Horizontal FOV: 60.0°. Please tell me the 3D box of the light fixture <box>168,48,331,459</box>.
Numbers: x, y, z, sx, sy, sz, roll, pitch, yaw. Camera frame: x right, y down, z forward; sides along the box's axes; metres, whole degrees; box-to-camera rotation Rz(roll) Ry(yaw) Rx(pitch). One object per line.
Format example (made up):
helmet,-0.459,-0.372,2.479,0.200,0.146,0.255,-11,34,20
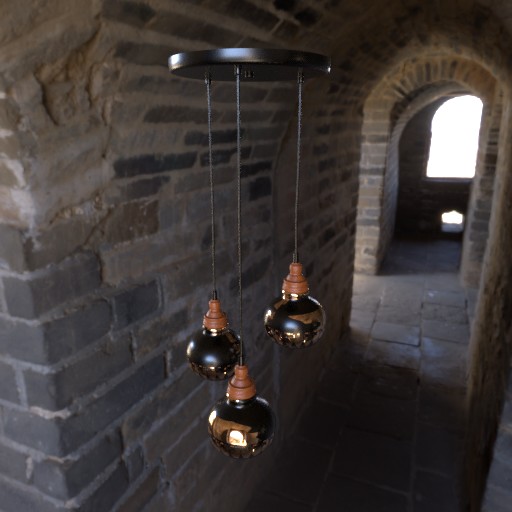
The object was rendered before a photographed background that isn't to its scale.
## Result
light fixture,0.000,0.000,1.746,0.605,1.410,0.608,-8,18,-24
